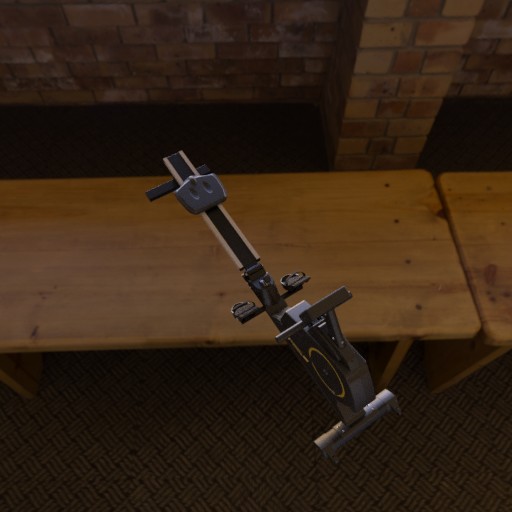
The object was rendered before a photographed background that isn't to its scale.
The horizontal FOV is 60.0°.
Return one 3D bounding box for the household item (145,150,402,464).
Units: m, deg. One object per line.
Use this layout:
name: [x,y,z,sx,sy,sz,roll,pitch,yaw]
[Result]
household item: [0.000,0.000,2.604,0.521,0.810,2.251,-29,62,-17]
